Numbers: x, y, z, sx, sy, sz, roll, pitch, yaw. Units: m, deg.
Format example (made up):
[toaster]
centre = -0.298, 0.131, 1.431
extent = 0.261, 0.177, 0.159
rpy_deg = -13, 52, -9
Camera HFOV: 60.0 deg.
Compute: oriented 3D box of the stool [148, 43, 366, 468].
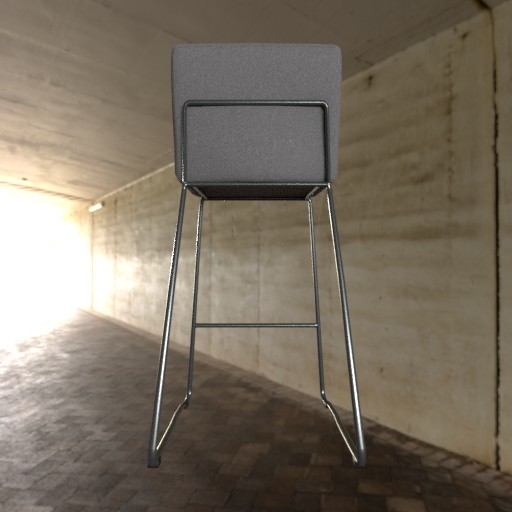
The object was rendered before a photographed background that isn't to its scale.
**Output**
[stool]
centre = 0.000, 0.000, 1.220
extent = 0.490, 0.960, 0.490
rpy_deg = 0, -1, 0
